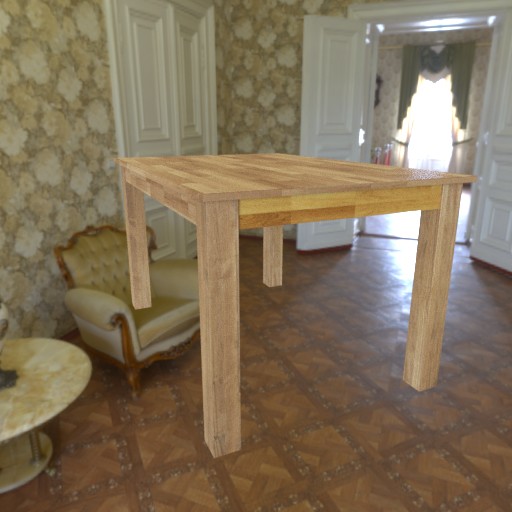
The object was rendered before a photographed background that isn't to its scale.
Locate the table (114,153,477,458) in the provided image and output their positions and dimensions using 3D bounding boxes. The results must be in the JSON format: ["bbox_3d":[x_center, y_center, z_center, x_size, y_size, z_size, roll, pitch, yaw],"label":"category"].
[{"bbox_3d":[0.000,0.000,1.856,0.900,0.750,1.300,-8,18,-24],"label":"table"}]
